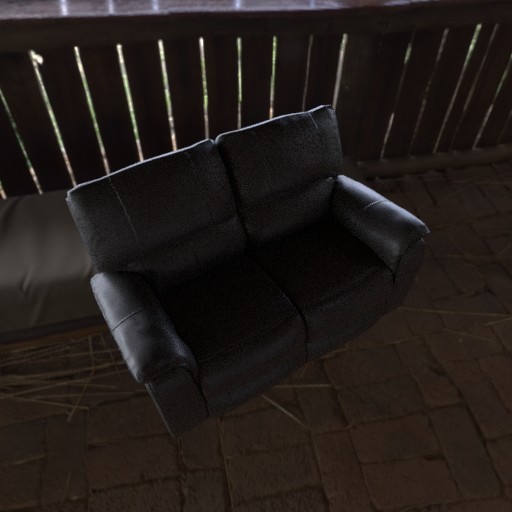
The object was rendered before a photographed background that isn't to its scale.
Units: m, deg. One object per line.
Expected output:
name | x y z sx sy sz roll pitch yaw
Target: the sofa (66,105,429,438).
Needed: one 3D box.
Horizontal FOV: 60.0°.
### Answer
sofa | 0.000 0.000 2.528 1.765 1.111 1.104 -25 51 -22
